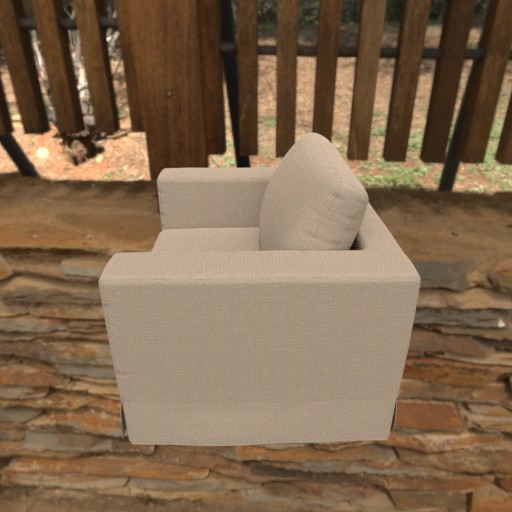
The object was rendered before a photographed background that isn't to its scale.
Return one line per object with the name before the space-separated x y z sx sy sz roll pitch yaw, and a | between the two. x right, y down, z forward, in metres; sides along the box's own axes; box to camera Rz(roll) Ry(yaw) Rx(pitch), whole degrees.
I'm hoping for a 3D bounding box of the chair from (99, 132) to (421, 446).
chair | 0.000 0.000 1.839 0.957 0.878 1.150 -1 27 -1
